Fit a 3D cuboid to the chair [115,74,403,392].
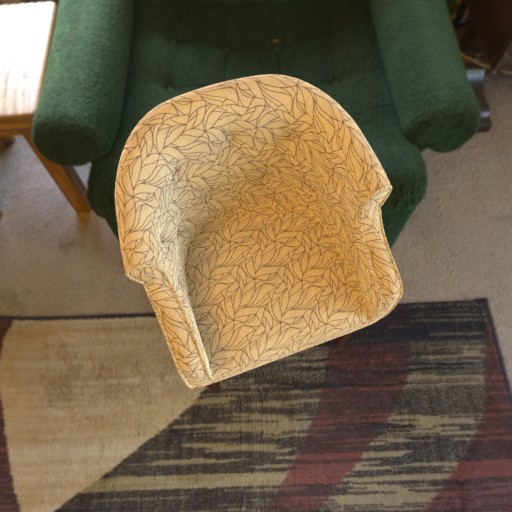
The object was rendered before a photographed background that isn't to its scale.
[{"bbox_3d":[0.000,0.000,1.346,0.686,0.858,0.613,-18,66,-9],"label":"chair"}]
